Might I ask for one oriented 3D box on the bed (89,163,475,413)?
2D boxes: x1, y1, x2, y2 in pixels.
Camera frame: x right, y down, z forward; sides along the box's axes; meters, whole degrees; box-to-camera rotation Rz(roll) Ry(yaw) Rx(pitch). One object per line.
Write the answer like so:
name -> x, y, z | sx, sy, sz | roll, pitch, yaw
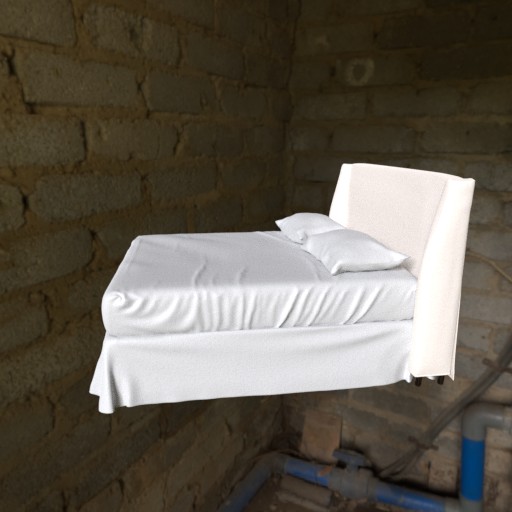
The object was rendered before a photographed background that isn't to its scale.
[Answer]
bed -> 0.000, 0.000, 3.421 | 2.276, 1.332, 1.925 | -2, 15, -8
